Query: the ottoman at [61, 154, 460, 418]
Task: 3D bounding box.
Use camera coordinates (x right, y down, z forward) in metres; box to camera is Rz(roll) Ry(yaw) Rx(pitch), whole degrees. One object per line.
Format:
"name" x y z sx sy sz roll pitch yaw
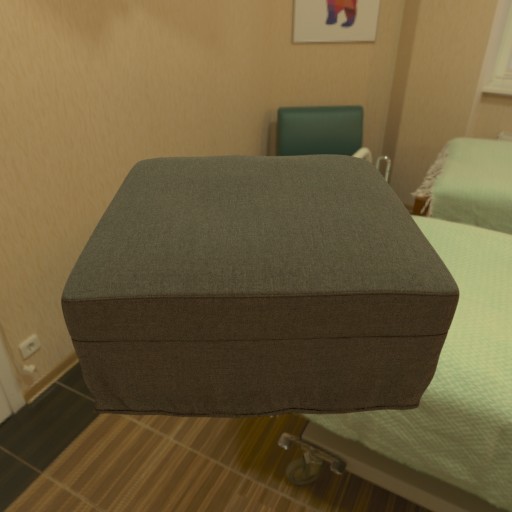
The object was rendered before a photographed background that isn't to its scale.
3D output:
"ottoman" 0.000 0.000 1.322 0.843 0.436 0.840 -1 32 -1
